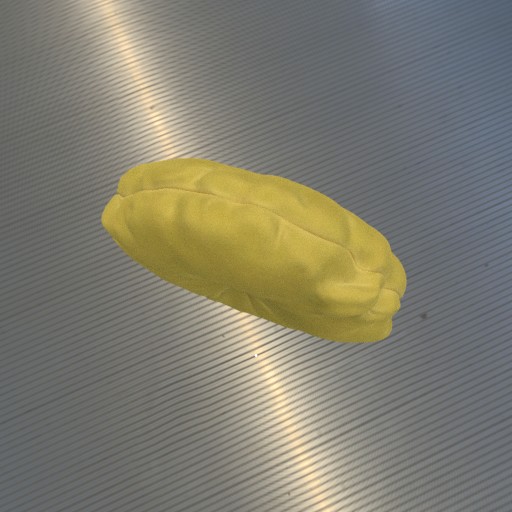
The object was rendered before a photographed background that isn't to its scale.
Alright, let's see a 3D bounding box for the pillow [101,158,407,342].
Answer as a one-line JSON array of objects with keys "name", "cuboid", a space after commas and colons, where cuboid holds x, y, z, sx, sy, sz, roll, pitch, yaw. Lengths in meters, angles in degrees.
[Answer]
[{"name": "pillow", "cuboid": [0.000, 0.000, 0.630, 0.428, 0.407, 0.148, 20, 78, 4]}]
